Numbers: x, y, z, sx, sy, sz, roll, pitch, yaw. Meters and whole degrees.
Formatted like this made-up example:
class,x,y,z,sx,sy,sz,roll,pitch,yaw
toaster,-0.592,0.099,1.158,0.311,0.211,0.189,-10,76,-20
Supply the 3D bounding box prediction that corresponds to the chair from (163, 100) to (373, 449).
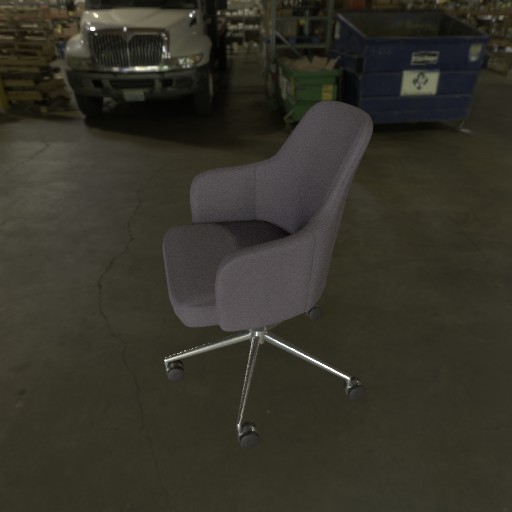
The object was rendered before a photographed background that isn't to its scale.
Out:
class,x,y,z,sx,sy,sz,roll,pitch,yaw
chair,0.000,0.000,1.299,0.600,0.820,0.655,-7,30,-12
